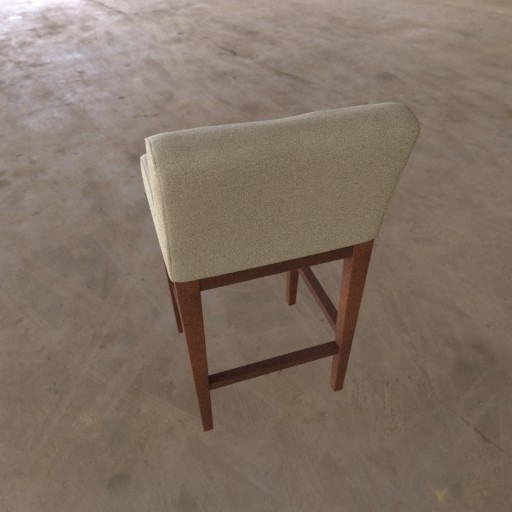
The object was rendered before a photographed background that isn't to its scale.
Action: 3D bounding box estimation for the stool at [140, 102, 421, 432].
[{"bbox_3d":[0.000,0.000,1.224,0.511,0.937,0.500,-12,42,-14],"label":"stool"}]
